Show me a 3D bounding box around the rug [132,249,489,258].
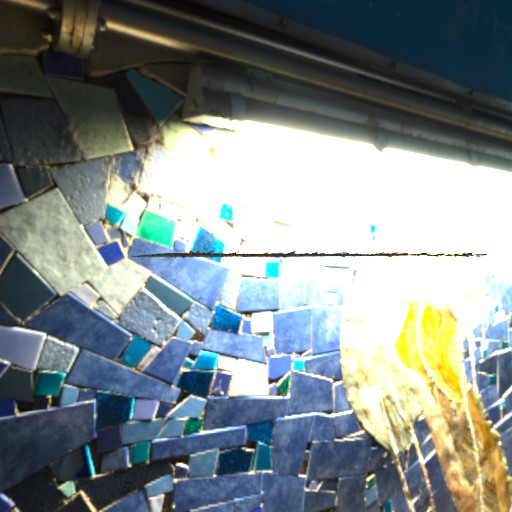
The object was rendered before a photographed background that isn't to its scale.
[{"bbox_3d":[0.000,0.000,2.366,1.181,0.028,1.936,0,0,-19],"label":"rug"}]
